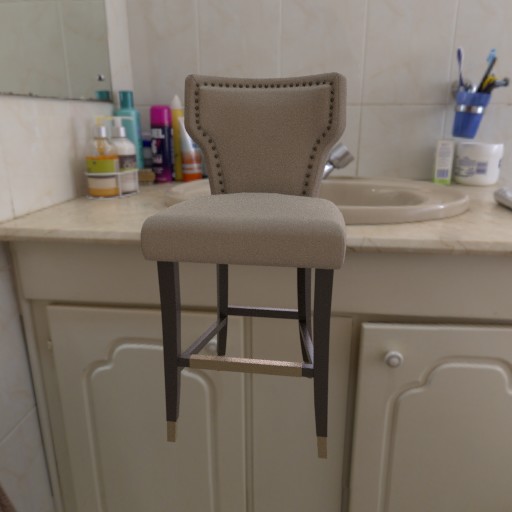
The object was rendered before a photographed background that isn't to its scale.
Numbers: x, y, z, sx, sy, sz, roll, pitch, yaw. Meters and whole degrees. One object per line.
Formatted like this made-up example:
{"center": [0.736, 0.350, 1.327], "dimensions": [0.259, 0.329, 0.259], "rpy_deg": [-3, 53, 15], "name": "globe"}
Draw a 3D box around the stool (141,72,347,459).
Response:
{"center": [0.000, 0.000, 1.381], "dimensions": [0.526, 1.092, 0.563], "rpy_deg": [3, 17, 8], "name": "stool"}
